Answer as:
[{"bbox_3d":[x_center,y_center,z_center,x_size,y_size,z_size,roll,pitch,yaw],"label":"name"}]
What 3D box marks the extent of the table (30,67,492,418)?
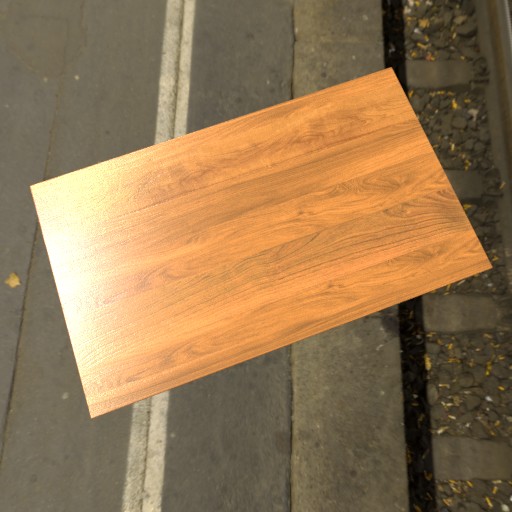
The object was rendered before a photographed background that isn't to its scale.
[{"bbox_3d":[0.000,0.000,1.686,1.205,0.760,0.714,-20,77,-5],"label":"table"}]
